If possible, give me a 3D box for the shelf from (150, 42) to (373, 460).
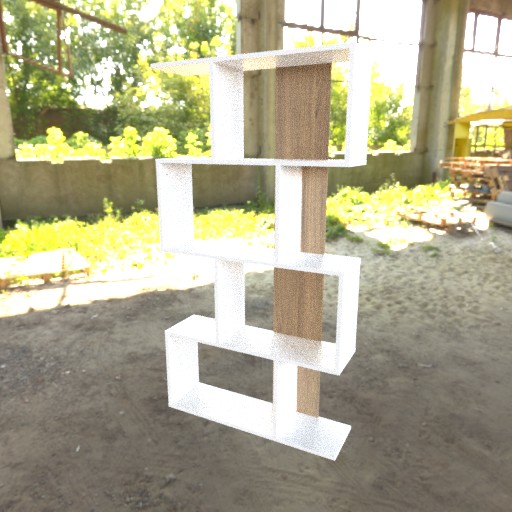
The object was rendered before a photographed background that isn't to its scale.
[{"bbox_3d":[0.000,0.000,2.006,0.890,1.650,0.250,7,16,27],"label":"shelf"}]
